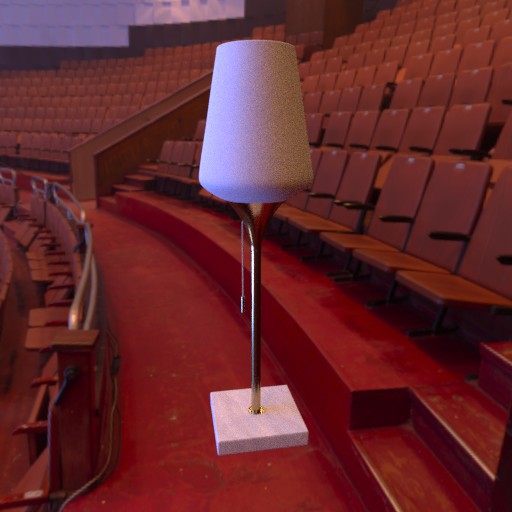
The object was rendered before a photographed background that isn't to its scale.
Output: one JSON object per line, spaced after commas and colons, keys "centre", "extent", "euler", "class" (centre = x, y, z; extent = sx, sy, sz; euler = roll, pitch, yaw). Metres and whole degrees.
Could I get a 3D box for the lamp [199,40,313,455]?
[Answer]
{"centre": [0.000, 0.000, 0.740], "extent": [0.181, 0.639, 0.181], "euler": [-3, 15, -10], "class": "lamp"}
